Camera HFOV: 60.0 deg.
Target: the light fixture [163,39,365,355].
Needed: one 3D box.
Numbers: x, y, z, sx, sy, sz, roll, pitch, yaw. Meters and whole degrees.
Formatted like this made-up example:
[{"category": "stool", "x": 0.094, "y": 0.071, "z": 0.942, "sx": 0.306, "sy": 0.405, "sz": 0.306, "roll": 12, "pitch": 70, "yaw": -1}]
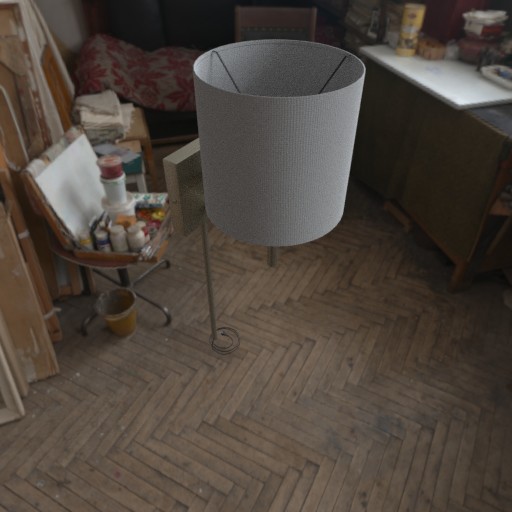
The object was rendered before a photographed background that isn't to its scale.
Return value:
[{"category": "light fixture", "x": 0.000, "y": 0.000, "z": 0.694, "sx": 0.248, "sy": 0.589, "sz": 0.188, "roll": 24, "pitch": 47, "yaw": 25}]
